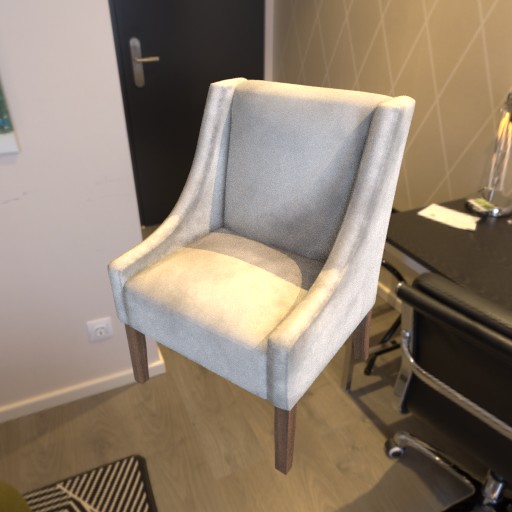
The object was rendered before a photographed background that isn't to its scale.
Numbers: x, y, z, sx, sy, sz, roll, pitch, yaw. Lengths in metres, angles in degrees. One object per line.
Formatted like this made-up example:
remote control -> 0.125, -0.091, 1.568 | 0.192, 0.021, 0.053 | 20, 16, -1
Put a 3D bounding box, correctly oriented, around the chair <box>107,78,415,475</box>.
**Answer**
chair -> 0.000, 0.000, 1.323 | 0.629, 0.895, 0.629 | 19, 35, 30
